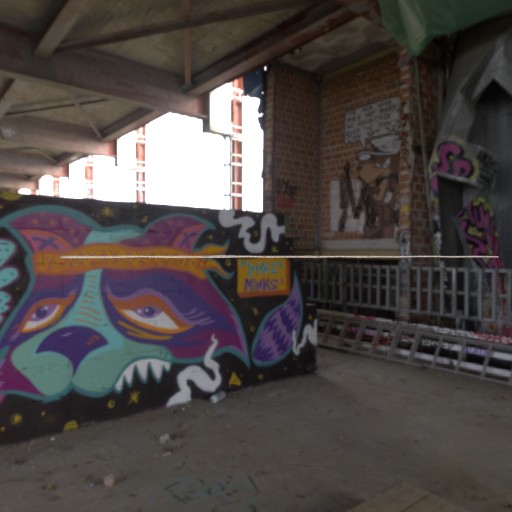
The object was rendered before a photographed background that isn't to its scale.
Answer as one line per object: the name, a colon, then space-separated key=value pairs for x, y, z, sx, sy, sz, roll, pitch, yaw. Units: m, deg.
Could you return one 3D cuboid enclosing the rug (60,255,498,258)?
rug: x=0.000 y=0.000 z=4.012 sx=3.061 sy=0.022 sz=2.468 roll=0 pitch=0 yaw=-19
